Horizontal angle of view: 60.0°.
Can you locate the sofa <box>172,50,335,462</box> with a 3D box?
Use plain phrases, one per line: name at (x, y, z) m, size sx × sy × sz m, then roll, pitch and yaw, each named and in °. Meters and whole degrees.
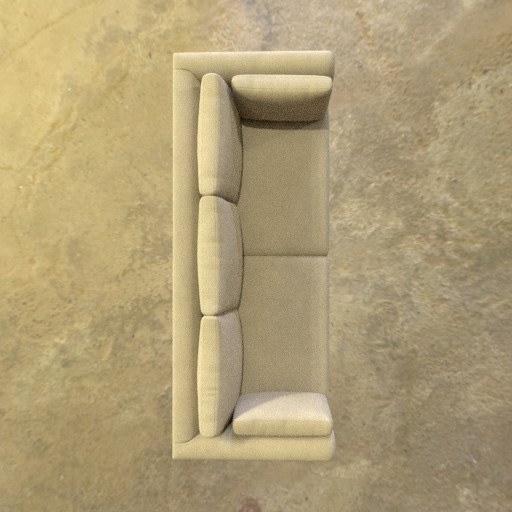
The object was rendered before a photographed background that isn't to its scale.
sofa at (0.000, 0.000, 2.918) m, size 0.969 × 0.867 × 2.415 m, roll 0°, pitch 90°, yaw 2°
